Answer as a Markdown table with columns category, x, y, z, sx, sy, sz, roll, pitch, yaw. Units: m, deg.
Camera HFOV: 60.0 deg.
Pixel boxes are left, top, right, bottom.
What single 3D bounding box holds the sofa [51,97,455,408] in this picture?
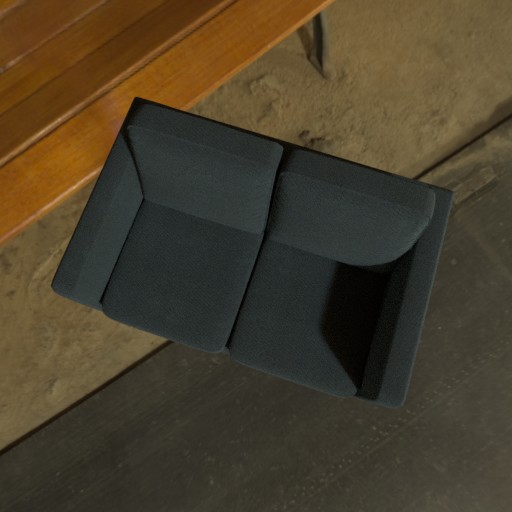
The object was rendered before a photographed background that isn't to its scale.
| category | x | y | z | sx | sy | sz | roll | pitch | yaw |
| --- | --- | --- | --- | --- | --- | --- | --- | --- | --- |
| sofa | 0.000 | 0.000 | 2.122 | 1.518 | 0.930 | 0.999 | 18 | 77 | 4 |
